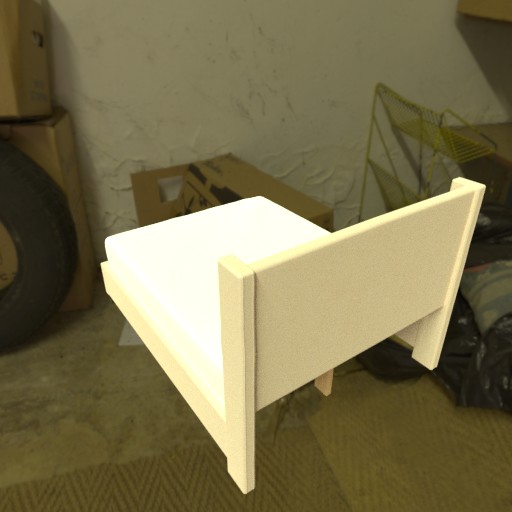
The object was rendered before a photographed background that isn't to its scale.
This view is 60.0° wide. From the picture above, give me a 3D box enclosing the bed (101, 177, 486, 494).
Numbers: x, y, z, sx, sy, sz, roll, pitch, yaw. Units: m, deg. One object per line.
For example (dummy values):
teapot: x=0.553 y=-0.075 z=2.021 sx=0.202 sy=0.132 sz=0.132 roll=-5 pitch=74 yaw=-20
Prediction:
bed: x=0.000 y=0.000 z=3.389 sx=1.778 sy=1.471 sz=2.293 roll=-19 pitch=35 yaw=-30
